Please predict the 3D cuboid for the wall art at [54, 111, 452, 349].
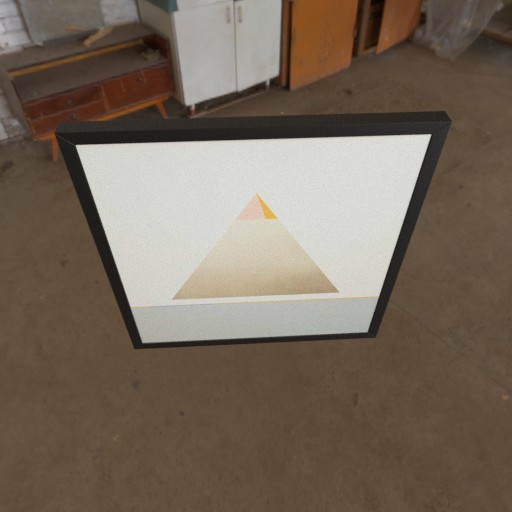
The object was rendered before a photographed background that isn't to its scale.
[{"bbox_3d":[0.000,0.000,0.765,0.513,0.511,0.028,-2,47,-2],"label":"wall art"}]
